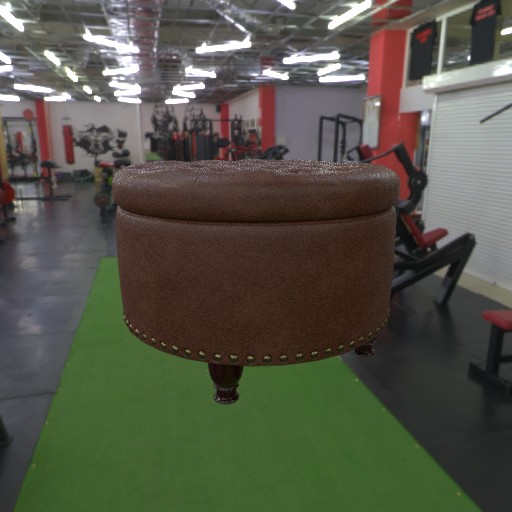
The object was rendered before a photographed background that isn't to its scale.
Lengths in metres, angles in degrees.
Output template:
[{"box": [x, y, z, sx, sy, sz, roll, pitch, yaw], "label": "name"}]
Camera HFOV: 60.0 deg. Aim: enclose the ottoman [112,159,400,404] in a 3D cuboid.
[{"box": [0.000, 0.000, 1.069, 0.637, 0.442, 0.637, 0, 14, 0], "label": "ottoman"}]
